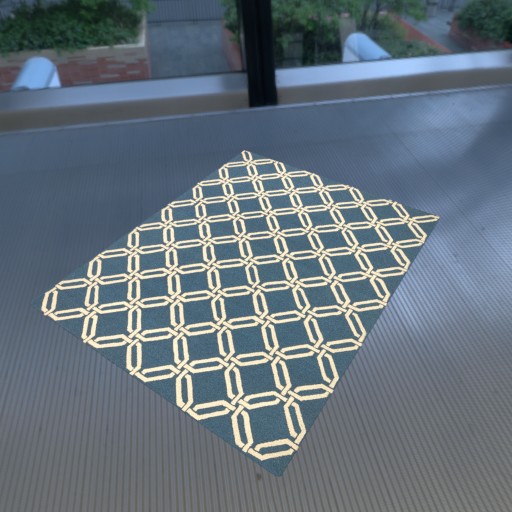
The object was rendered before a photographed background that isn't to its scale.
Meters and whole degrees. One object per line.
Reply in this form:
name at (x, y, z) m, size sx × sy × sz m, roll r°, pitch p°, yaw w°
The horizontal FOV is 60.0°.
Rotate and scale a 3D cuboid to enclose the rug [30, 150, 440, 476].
rug at (0.000, 0.000, 3.794) m, size 2.277 × 0.020 × 2.867 m, roll 25°, pitch 48°, yaw 25°
